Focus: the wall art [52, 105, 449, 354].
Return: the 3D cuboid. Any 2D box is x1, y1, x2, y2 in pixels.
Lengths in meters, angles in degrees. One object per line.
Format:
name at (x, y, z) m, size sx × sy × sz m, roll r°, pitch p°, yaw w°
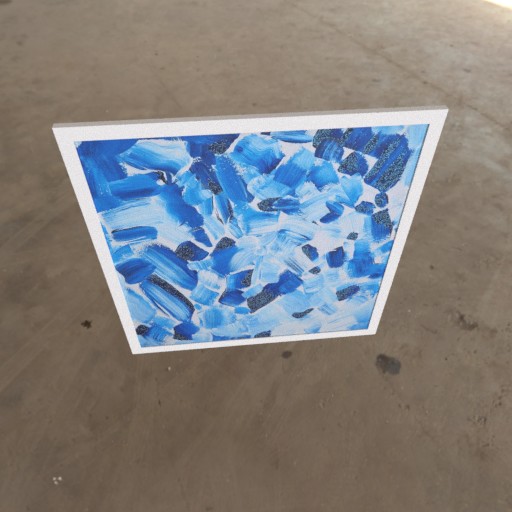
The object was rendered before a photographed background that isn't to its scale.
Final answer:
wall art at (0.000, 0.000, 0.973) m, size 0.660 × 0.660 × 0.015 m, roll -4°, pitch 45°, yaw -4°
